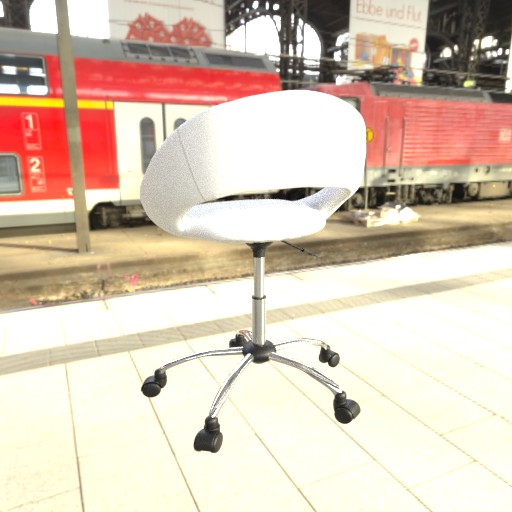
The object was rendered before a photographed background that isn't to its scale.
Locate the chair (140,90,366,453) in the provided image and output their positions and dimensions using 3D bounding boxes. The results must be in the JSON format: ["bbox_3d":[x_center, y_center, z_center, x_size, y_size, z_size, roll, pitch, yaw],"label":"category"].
[{"bbox_3d":[0.000,0.000,1.188,0.612,0.791,0.538,-7,16,-27],"label":"chair"}]
